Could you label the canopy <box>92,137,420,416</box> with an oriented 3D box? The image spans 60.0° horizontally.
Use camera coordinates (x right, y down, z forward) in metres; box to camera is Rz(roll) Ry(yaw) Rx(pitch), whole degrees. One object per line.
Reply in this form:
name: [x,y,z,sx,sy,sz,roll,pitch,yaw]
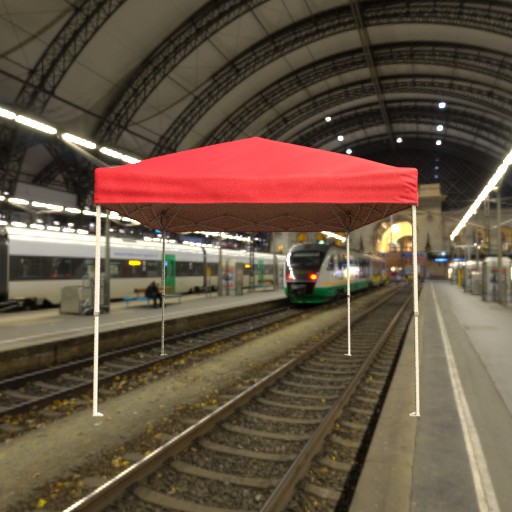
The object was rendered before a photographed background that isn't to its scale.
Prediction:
canopy: [0.000,0.000,5.529,2.996,2.997,2.998,0,-2,0]
